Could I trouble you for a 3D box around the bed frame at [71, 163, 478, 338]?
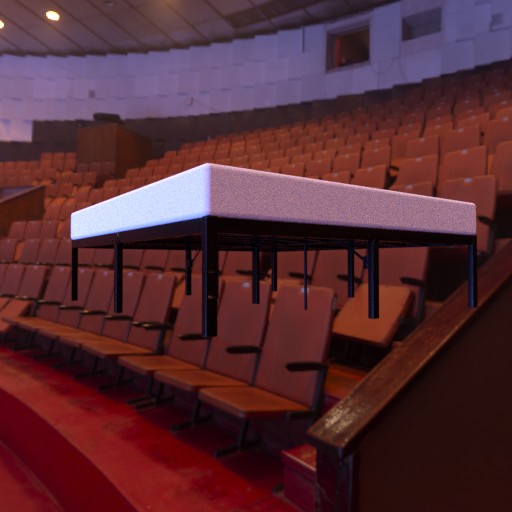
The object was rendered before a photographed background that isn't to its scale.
[{"bbox_3d":[0.000,0.000,3.061,1.963,0.659,2.079,1,-1,-36],"label":"bed frame"}]
